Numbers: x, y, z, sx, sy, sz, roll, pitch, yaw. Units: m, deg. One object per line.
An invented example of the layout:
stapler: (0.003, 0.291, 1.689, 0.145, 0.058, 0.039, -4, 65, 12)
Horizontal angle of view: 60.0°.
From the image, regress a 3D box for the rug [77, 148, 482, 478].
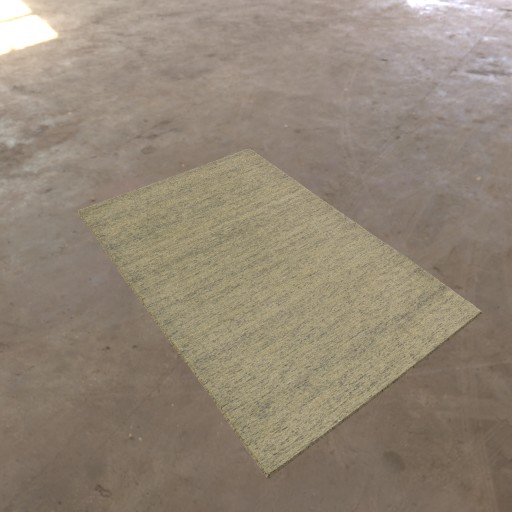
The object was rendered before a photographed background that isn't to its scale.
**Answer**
rug: (0.000, 0.000, 2.304, 1.243, 0.014, 1.846, -26, 49, -26)
